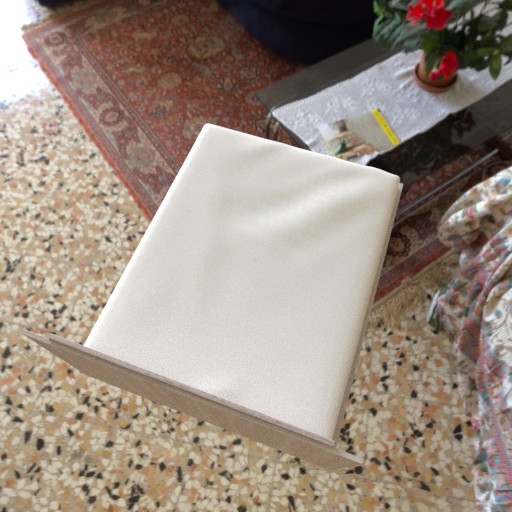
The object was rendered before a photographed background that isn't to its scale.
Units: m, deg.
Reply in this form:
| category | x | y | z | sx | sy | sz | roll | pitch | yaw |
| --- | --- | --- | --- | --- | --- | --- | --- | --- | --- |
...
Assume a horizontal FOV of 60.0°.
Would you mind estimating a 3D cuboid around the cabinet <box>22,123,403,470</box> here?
| category | x | y | z | sx | sy | sz | roll | pitch | yaw |
| --- | --- | --- | --- | --- | --- | --- | --- | --- | --- |
| cabinet | 0.000 | 0.000 | 2.956 | 1.750 | 0.970 | 2.080 | 18 | 64 | 9 |
